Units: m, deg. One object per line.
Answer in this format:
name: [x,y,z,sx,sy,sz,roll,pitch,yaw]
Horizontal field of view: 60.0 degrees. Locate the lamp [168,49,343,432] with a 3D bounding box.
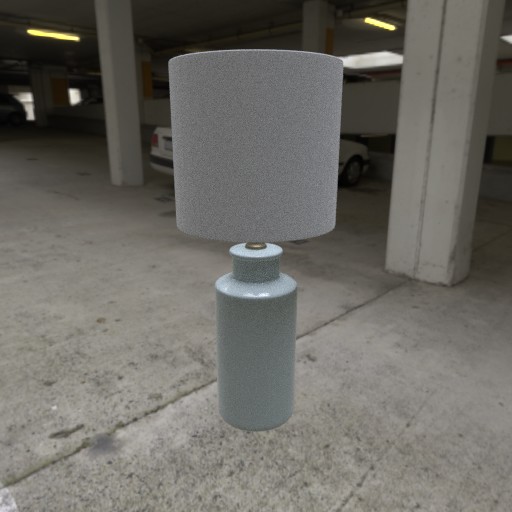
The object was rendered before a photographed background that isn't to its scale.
lamp: [0.000,0.000,0.615,0.212,0.493,0.212,15,22,42]
